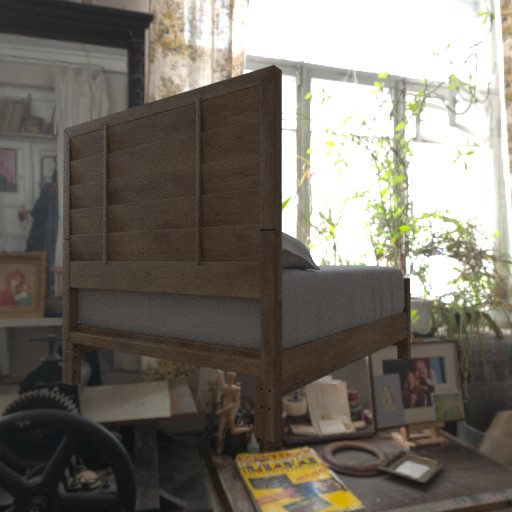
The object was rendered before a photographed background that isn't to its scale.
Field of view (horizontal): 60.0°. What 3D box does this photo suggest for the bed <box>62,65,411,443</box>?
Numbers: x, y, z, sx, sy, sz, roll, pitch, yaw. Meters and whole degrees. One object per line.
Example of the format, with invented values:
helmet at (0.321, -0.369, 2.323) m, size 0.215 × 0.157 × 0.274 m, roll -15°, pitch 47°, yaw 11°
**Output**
bed at (0.000, 0.000, 3.194) m, size 1.615 × 1.631 × 2.017 m, roll 0°, pitch -1°, yaw 35°
